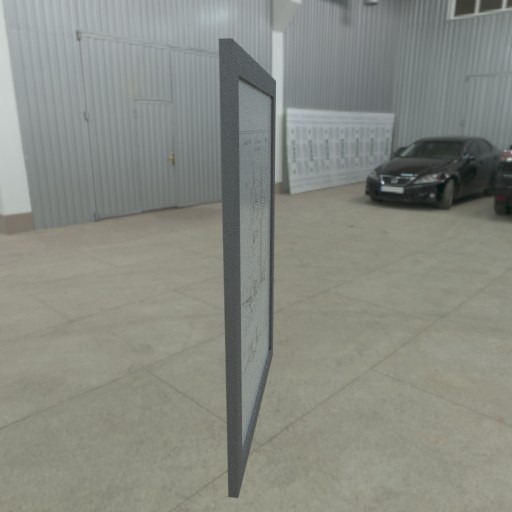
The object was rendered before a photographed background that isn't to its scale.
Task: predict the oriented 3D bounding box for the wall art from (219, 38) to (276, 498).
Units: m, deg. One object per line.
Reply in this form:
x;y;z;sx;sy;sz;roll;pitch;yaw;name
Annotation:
0.000;0.000;0.672;0.013;0.534;0.380;2;16;8;wall art
